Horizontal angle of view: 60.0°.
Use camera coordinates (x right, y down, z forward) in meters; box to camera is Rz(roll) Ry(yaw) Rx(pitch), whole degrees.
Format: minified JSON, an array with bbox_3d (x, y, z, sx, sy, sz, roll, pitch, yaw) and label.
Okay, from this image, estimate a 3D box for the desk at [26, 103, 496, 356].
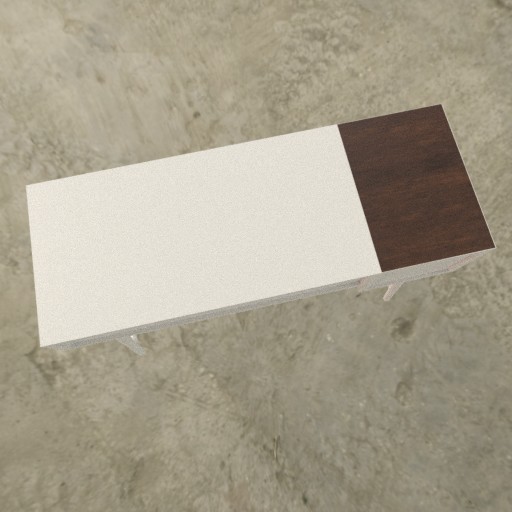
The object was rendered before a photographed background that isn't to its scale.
[{"bbox_3d":[0.000,0.000,1.433,1.069,0.761,0.409,-12,75,-3],"label":"desk"}]
